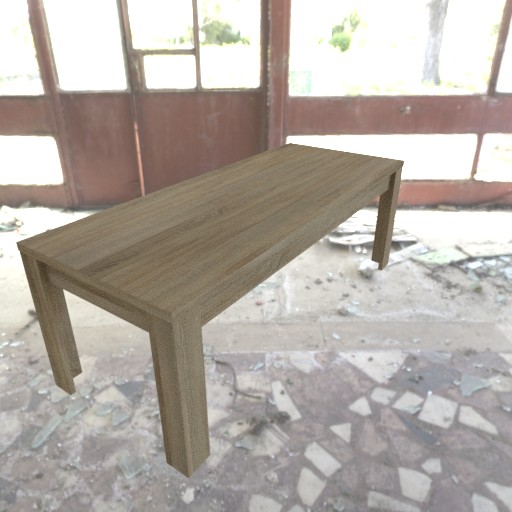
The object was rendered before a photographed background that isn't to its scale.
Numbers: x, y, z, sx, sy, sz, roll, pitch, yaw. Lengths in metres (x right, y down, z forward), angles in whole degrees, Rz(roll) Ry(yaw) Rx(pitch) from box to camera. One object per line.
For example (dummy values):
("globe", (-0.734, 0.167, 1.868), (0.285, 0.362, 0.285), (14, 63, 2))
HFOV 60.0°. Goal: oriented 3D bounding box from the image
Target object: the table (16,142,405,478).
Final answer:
("table", (0.000, 0.000, 2.599), (0.900, 0.790, 2.200), (18, 32, 31))
